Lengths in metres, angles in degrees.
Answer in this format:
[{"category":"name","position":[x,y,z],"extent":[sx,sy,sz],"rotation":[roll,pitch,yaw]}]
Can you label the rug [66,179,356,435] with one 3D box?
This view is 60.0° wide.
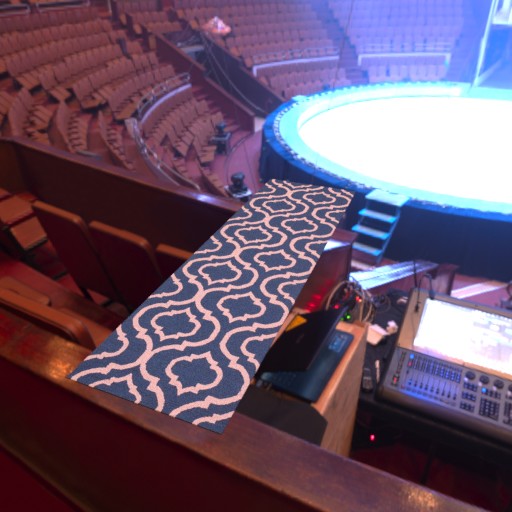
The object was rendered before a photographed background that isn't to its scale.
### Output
[{"category":"rug","position":[0.000,0.000,2.557],"extent":[0.685,0.006,2.296],"rotation":[12,33,19]}]
